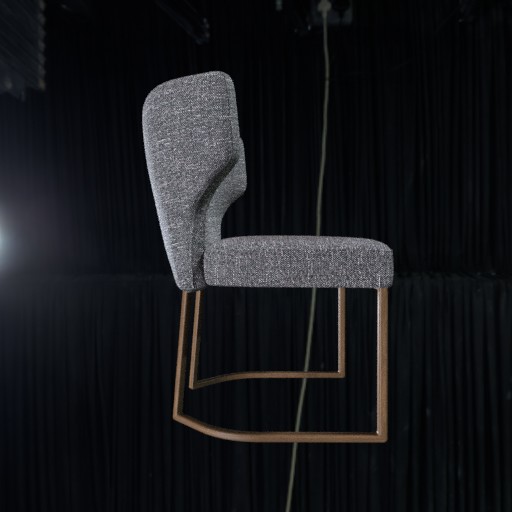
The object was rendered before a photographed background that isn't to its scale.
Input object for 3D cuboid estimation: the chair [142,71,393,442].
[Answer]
[{"bbox_3d":[0.000,0.000,1.239,0.617,0.824,0.611,0,1,1],"label":"chair"}]
